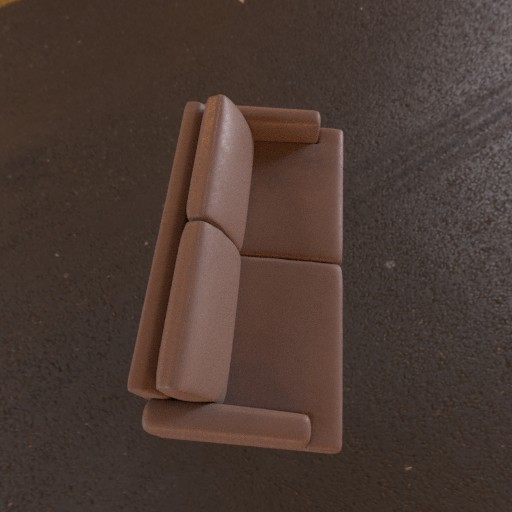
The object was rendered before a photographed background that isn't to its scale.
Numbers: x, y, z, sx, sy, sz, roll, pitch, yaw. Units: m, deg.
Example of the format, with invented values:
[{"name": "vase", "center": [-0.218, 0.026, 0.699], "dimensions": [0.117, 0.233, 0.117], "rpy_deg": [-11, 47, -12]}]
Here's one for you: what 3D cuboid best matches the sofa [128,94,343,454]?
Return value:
[{"name": "sofa", "center": [0.000, 0.000, 2.462], "dimensions": [0.974, 0.765, 1.940], "rpy_deg": [5, 64, 2]}]
